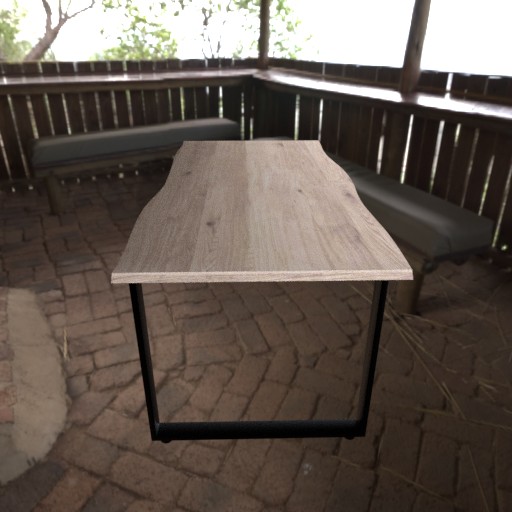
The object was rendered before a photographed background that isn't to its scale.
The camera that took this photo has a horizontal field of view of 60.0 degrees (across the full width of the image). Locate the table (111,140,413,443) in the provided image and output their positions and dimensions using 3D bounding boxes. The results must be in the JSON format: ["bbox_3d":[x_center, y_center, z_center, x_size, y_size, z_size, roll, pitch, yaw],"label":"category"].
[{"bbox_3d":[0.000,0.000,2.229,0.900,0.780,1.800,-1,26,-1],"label":"table"}]
